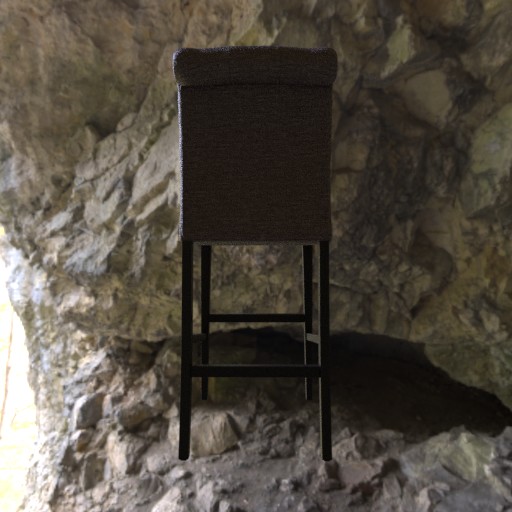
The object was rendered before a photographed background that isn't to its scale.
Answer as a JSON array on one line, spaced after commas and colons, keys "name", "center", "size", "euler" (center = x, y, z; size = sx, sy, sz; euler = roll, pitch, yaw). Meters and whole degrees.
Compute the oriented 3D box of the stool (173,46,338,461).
[{"name": "stool", "center": [0.000, 0.000, 1.457], "size": [0.452, 1.131, 0.613], "euler": [0, 0, 1]}]
